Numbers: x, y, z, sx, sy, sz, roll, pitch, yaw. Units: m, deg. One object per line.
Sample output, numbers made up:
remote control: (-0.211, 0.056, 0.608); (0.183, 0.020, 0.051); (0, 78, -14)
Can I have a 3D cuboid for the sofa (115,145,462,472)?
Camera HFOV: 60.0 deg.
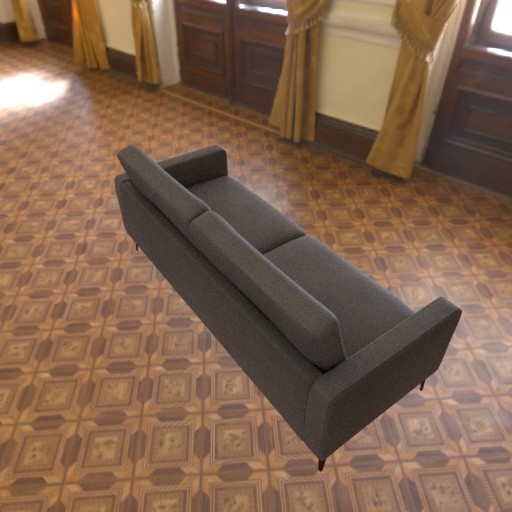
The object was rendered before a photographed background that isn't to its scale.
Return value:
sofa: (0.000, 0.000, 2.378); (0.774, 0.828, 1.925); (-25, 46, -27)
